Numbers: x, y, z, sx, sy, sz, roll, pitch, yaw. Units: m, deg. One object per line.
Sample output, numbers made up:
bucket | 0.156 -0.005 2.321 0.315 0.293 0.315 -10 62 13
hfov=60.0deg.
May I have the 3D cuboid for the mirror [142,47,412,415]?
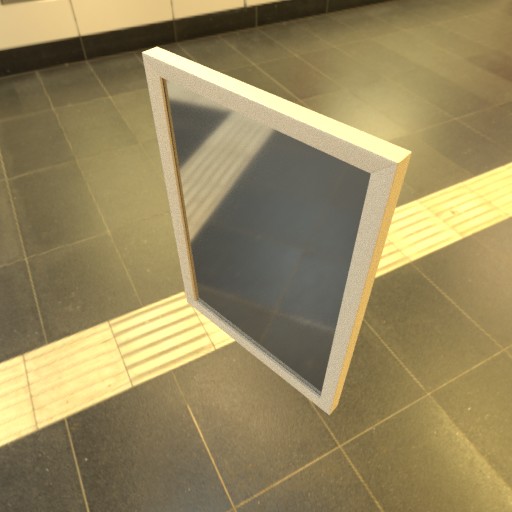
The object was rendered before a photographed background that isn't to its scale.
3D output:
mirror | 0.000 0.000 0.928 0.507 0.710 0.040 33 54 28
